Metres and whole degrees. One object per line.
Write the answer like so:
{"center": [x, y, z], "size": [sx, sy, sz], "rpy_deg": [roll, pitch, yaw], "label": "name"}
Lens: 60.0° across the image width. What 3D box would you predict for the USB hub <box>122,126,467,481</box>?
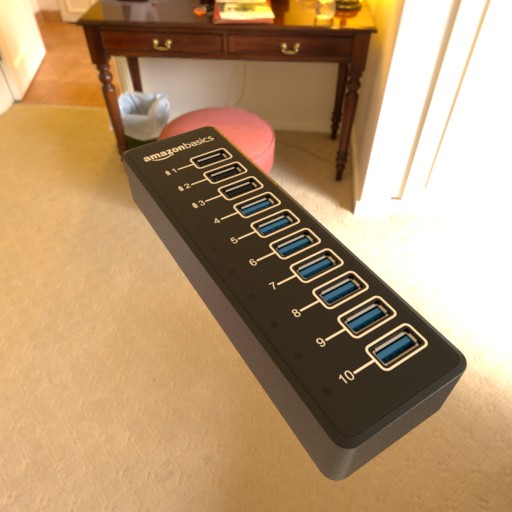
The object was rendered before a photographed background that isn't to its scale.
{"center": [0.000, 0.000, 0.158], "size": [0.044, 0.023, 0.145], "rpy_deg": [-24, 51, -22], "label": "USB hub"}
